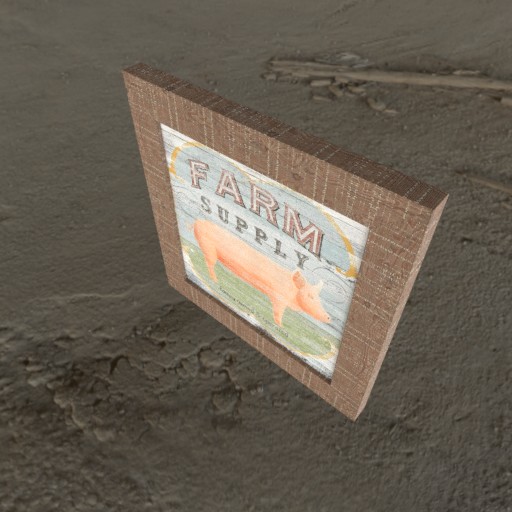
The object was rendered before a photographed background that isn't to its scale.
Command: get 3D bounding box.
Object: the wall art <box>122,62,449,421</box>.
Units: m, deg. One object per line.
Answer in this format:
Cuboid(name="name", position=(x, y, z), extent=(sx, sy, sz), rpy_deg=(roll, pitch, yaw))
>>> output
Cuboid(name="wall art", position=(0.000, 0.000, 0.792), extent=(0.531, 0.531, 0.040), rpy_deg=(32, 54, 27))
